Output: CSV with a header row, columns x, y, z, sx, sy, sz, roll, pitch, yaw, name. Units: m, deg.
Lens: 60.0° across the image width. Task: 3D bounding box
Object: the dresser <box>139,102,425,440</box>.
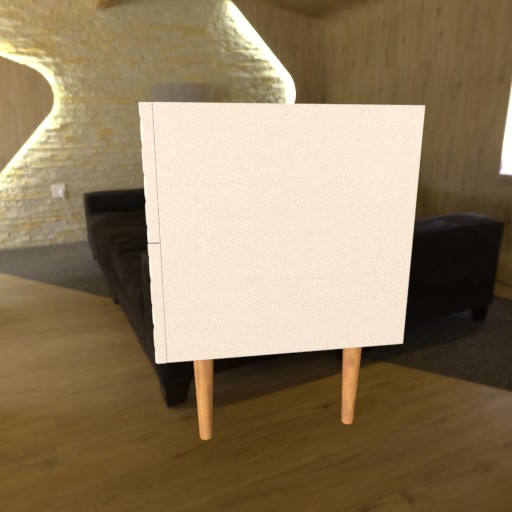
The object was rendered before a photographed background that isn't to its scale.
x,y,z,sx,sy,sz,roll,pitch,yaw,name
0.000,0.000,0.923,0.414,0.568,0.503,-3,15,-9,dresser
